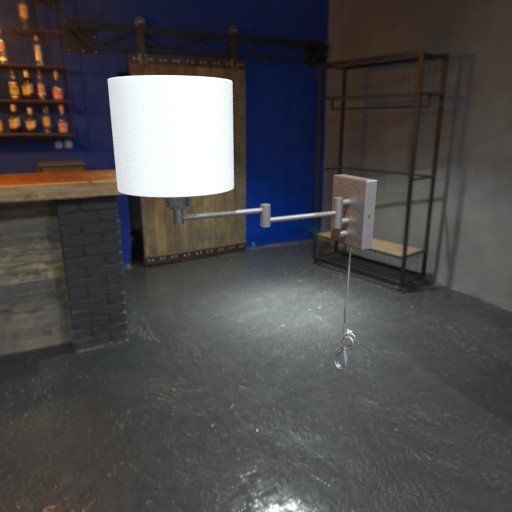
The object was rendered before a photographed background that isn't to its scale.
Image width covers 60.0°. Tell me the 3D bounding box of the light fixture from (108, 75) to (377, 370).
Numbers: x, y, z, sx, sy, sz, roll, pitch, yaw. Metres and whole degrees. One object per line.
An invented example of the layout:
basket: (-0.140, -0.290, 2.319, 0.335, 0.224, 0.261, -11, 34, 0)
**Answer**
light fixture: (0.000, 0.000, 0.900, 0.516, 0.651, 0.203, -8, 19, -25)
